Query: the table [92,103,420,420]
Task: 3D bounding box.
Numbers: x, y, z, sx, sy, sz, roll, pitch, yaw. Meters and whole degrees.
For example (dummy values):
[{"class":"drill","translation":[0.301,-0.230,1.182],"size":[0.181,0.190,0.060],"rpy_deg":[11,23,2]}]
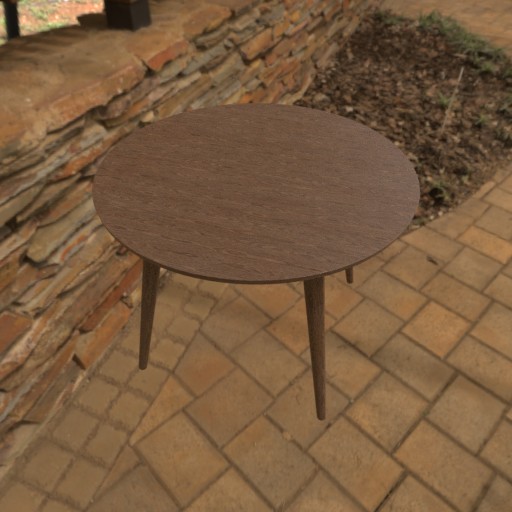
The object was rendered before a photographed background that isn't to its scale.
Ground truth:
[{"class":"table","translation":[0.000,0.000,1.739],"size":[1.053,0.786,1.053],"rpy_deg":[0,42,0]}]
